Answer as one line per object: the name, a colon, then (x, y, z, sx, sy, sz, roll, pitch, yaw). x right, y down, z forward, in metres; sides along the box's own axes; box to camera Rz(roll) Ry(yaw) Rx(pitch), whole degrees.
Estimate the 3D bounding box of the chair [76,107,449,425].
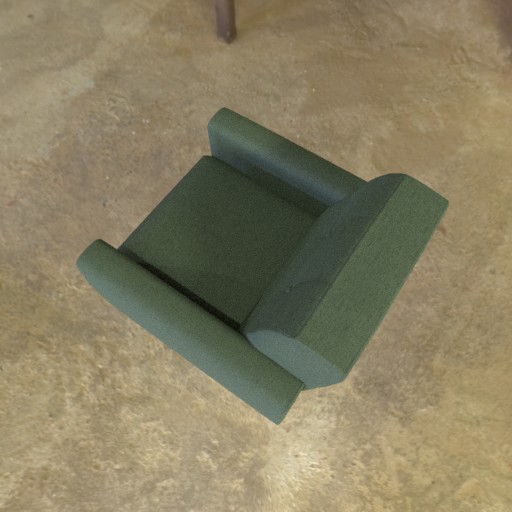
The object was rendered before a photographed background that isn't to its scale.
chair: (0.000, 0.000, 1.573, 0.909, 0.841, 0.831, 32, 69, 14)
